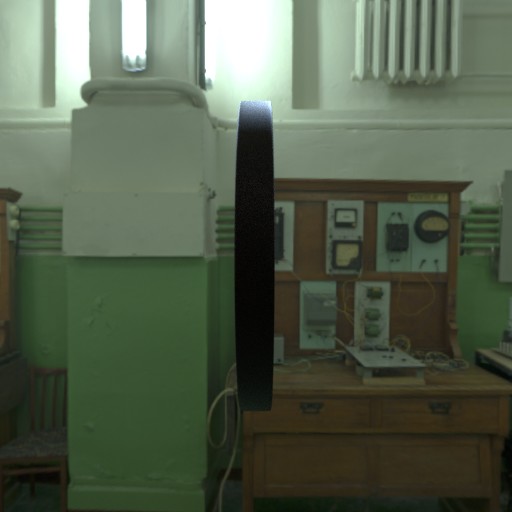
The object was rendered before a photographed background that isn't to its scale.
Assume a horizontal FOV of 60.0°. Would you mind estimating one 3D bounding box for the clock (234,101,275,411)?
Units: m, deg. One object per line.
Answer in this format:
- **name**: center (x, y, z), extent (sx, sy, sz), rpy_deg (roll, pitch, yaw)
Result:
- **clock**: center (0.000, 0.000, 0.474), extent (0.029, 0.314, 0.314), rpy_deg (0, 1, 0)
